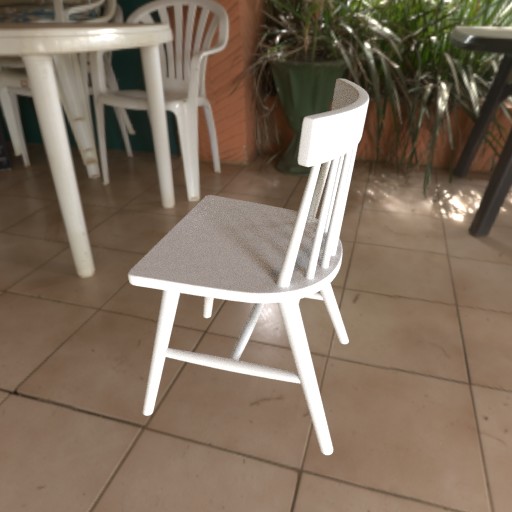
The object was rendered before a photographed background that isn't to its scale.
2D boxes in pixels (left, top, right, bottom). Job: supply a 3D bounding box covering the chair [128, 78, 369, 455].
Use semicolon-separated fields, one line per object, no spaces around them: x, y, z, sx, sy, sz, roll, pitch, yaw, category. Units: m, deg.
0.000;0.000;1.112;0.500;0.787;0.483;8;30;13;chair
